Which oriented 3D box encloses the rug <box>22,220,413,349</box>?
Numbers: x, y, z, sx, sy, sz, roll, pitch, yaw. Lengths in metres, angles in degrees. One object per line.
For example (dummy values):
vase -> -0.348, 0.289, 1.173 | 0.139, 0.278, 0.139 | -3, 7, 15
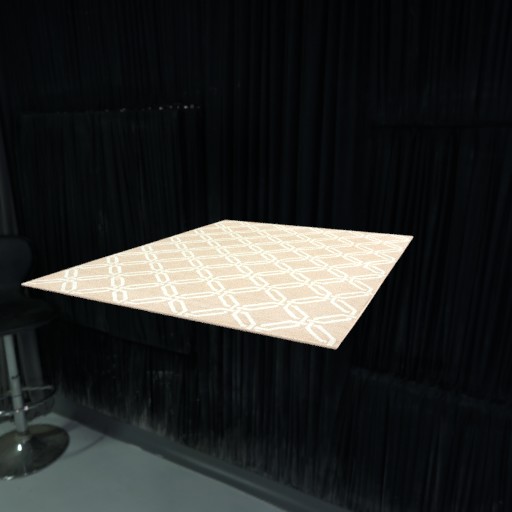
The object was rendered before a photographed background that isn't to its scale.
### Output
rug -> 0.000, 0.000, 3.908 | 2.288, 0.018, 2.895 | 7, 16, 25
